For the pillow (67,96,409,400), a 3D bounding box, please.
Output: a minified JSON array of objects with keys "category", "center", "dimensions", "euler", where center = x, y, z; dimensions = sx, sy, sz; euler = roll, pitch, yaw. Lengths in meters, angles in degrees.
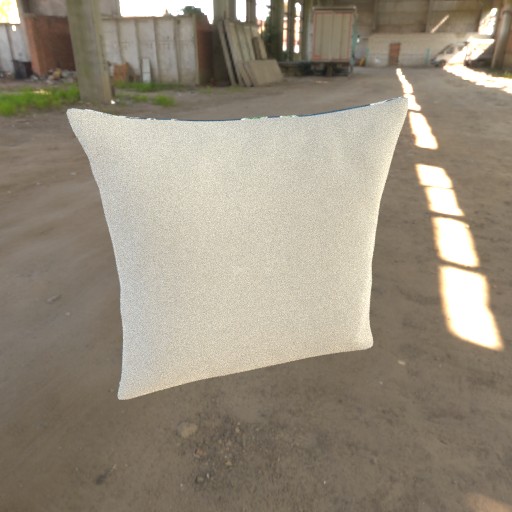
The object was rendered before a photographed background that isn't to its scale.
[{"category":"pillow","center":[0.000,0.000,0.765],"dimensions":[0.525,0.508,0.166],"euler":[-8,27,-16]}]
